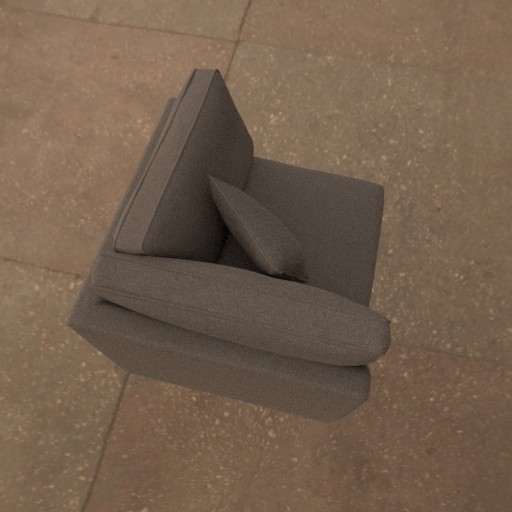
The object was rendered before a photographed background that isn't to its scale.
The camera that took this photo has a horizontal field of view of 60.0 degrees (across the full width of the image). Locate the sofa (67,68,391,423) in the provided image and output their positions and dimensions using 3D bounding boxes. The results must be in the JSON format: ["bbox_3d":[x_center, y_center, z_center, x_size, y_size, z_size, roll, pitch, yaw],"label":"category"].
[{"bbox_3d":[0.000,0.000,1.994,1.084,1.002,1.146,13,64,6],"label":"sofa"}]
